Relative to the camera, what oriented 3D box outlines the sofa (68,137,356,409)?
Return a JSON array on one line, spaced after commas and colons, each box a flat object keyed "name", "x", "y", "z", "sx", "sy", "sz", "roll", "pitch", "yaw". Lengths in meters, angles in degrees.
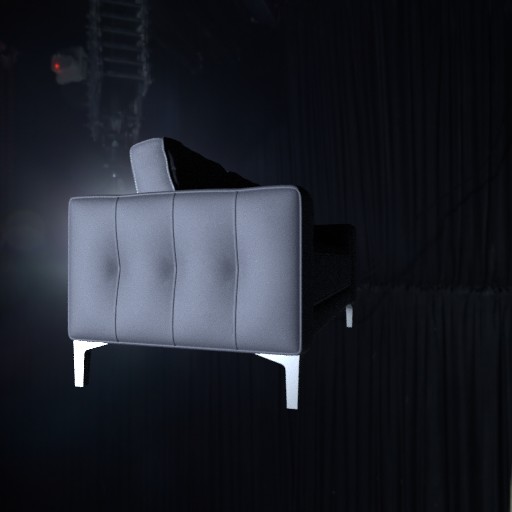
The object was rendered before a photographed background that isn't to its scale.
[{"name": "sofa", "x": 0.000, "y": 0.000, "z": 2.179, "sx": 0.833, "sy": 0.893, "sz": 1.726, "roll": 0, "pitch": 0, "yaw": 18}]
